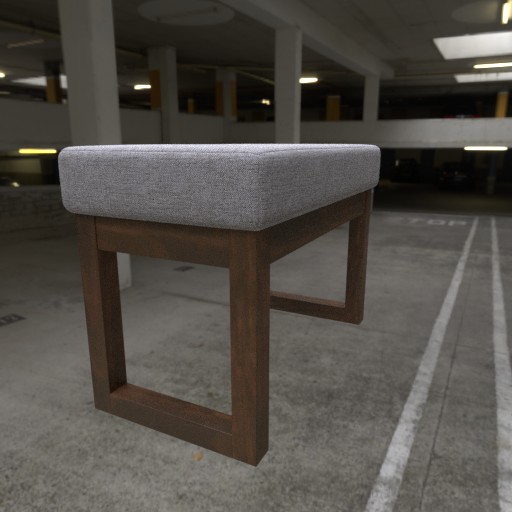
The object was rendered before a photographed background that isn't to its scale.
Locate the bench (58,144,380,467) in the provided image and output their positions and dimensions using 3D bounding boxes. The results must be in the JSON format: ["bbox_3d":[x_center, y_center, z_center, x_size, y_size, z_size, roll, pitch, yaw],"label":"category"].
[{"bbox_3d":[0.000,0.000,0.955,0.366,0.467,0.681,7,16,26],"label":"bench"}]
